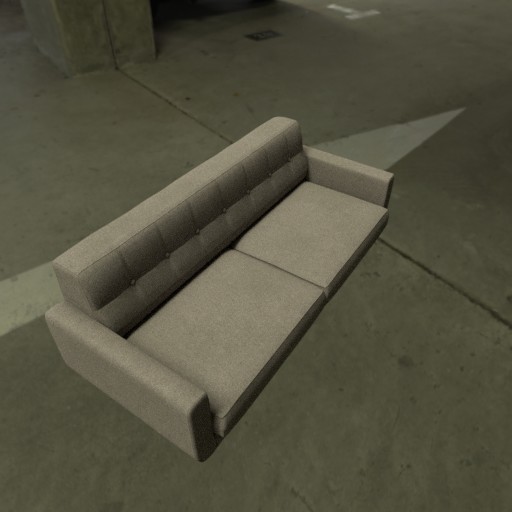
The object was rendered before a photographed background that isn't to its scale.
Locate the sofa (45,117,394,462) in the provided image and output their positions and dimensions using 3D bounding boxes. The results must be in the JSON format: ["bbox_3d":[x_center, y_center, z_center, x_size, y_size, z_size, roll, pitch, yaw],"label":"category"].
[{"bbox_3d":[0.000,0.000,2.495,0.909,0.841,2.029,24,46,25],"label":"sofa"}]
